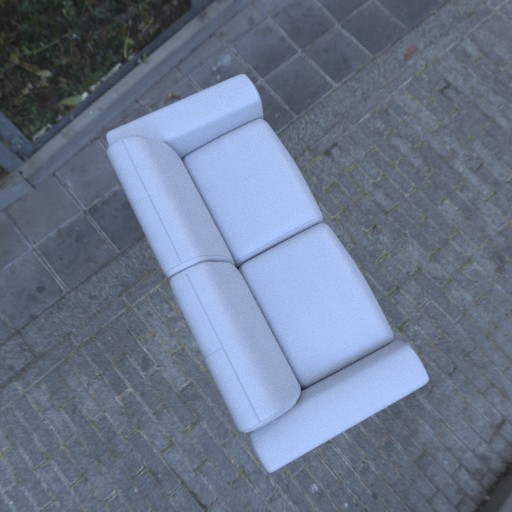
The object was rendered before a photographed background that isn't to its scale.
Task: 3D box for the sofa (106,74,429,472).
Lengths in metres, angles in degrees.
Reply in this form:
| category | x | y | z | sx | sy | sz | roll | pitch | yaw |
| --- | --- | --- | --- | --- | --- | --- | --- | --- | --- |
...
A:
| category | x | y | z | sx | sy | sz | roll | pitch | yaw |
| --- | --- | --- | --- | --- | --- | --- | --- | --- | --- |
| sofa | 0.000 | 0.000 | 2.357 | 0.900 | 0.772 | 1.901 | -27 | 76 | -7 |
